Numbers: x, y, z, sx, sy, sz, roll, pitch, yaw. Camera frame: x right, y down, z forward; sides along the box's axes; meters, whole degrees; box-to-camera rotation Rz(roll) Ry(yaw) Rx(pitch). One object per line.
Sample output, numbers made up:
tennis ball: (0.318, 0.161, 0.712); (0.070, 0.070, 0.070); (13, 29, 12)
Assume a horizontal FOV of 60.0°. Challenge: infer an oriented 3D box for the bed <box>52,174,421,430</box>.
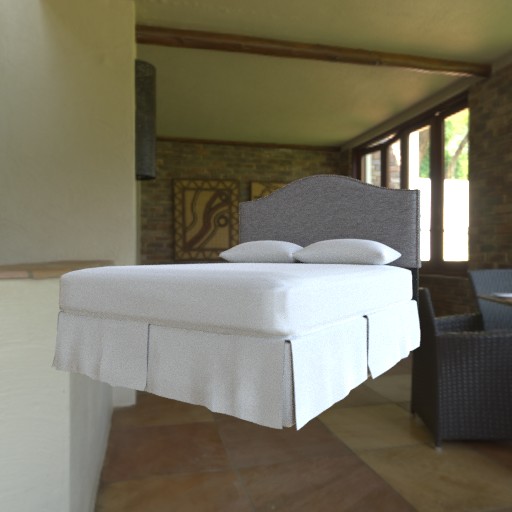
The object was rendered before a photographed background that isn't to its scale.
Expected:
bed: (0.000, 0.000, 2.824); (1.610, 1.295, 1.870); (0, 0, 34)
